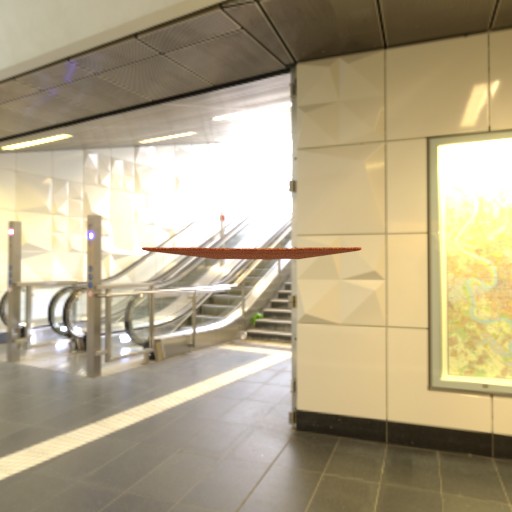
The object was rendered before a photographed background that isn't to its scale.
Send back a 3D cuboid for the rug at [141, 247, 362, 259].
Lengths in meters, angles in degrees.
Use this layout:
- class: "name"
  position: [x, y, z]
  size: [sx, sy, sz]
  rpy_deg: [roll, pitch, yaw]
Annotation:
- class: "rug"
  position: [0.000, 0.000, 2.517]
  size: [0.687, 0.012, 2.307]
  rpy_deg: [0, -1, 1]
